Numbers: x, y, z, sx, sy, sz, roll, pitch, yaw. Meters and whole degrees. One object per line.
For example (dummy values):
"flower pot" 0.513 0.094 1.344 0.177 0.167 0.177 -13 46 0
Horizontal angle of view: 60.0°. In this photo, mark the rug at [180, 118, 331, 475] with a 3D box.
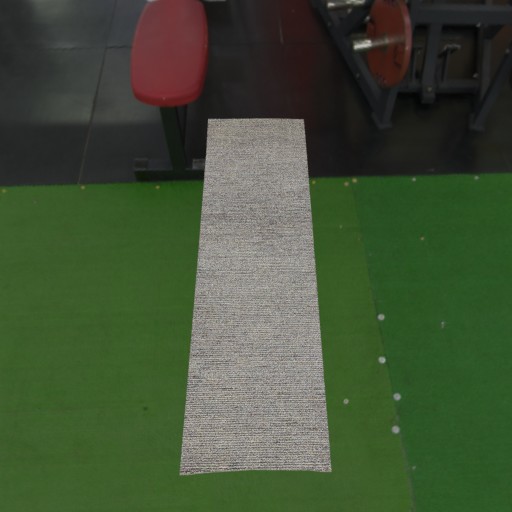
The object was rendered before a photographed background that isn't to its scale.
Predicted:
"rug" 0.000 0.000 2.625 0.697 0.013 2.335 0 59 0
